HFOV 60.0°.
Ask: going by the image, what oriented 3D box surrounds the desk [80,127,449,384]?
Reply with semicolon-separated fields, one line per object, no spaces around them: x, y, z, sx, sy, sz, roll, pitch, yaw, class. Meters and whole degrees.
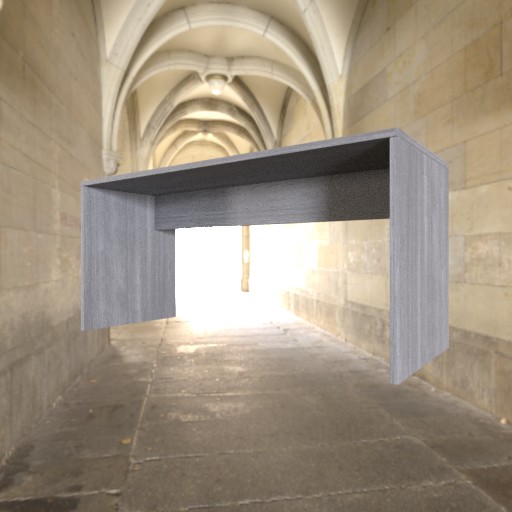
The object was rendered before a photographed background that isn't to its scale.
0.000;0.000;2.084;1.600;0.750;0.802;0;0;36;desk
